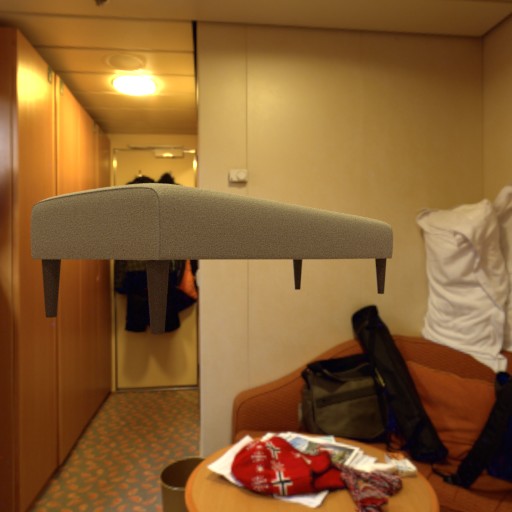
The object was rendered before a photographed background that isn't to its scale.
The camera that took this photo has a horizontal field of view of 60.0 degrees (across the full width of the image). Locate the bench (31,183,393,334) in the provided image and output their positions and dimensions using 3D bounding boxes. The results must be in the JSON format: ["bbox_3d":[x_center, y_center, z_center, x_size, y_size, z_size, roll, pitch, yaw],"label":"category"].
[{"bbox_3d":[0.000,0.000,1.873,0.646,0.393,1.609,0,0,37],"label":"bench"}]
